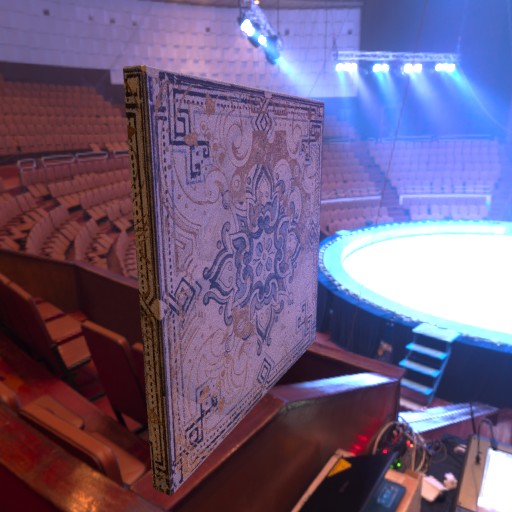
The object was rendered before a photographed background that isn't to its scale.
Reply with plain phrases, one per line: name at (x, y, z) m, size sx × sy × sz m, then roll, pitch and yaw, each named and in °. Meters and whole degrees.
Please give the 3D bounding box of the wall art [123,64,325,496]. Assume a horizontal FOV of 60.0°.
wall art at (0.000, 0.000, 0.858) m, size 0.036 × 0.607 × 0.609 m, roll 8°, pitch 17°, yaw 27°
